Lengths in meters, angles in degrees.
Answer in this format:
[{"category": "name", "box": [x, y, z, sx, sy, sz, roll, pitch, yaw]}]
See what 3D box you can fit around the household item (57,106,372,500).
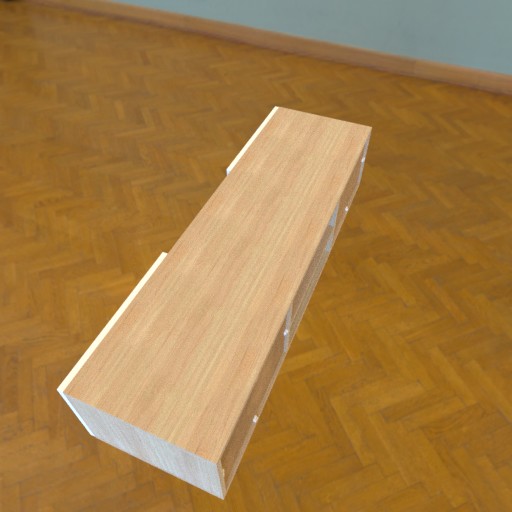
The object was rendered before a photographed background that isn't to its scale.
[{"category": "household item", "box": [0.000, 0.000, 1.530, 0.420, 0.310, 1.400, 18, 50, 15]}]
